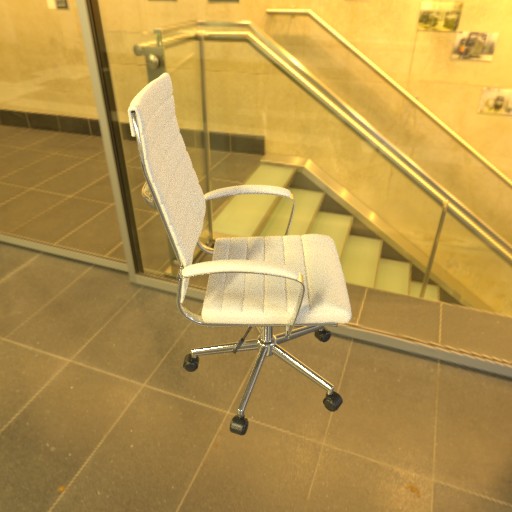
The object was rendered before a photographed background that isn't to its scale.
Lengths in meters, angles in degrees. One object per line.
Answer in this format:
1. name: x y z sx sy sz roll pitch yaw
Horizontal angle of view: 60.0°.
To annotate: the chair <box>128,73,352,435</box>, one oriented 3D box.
1. chair: 0.000 0.000 1.579 0.679 1.149 0.679 1 33 1
